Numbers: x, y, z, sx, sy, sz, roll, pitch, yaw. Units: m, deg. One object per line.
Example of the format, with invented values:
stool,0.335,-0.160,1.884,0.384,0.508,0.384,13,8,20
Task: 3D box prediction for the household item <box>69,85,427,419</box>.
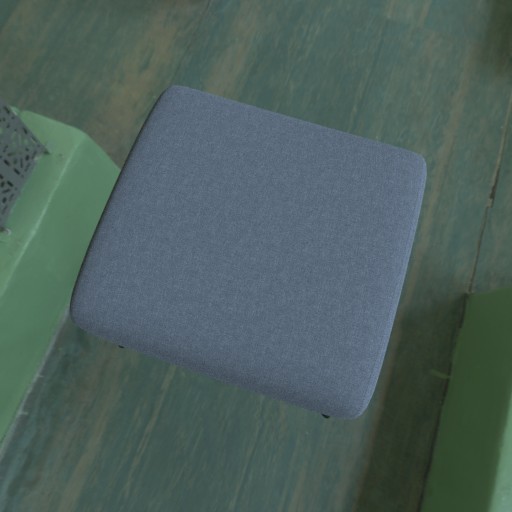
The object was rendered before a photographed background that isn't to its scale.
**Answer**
household item,0.000,0.000,0.914,0.530,0.410,0.530,17,75,5
